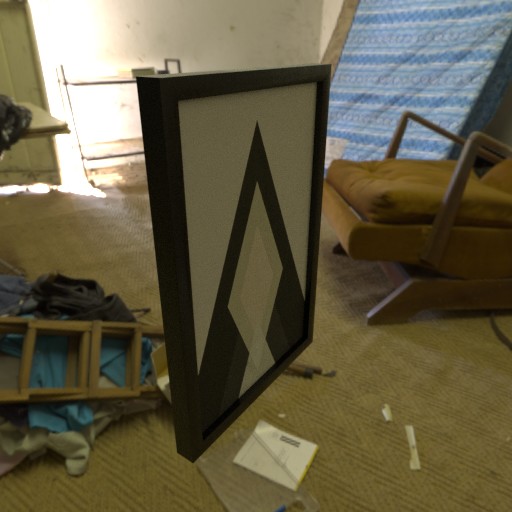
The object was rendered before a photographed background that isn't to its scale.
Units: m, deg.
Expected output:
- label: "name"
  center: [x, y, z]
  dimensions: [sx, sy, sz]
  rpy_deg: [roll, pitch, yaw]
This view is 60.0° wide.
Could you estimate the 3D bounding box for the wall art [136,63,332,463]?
- label: "wall art"
  center: [0.000, 0.000, 0.587]
  dimensions: [0.031, 0.457, 0.313]
  rpy_deg: [17, 31, 32]
